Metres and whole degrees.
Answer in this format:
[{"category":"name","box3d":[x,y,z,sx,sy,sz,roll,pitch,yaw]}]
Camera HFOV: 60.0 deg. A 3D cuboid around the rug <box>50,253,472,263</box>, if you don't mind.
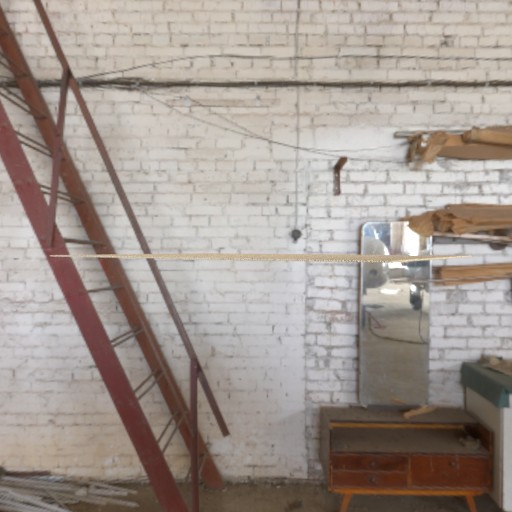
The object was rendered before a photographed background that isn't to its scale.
[{"category":"rug","box3d":[0.000,0.000,2.195,1.752,0.006,1.142,1,1,36]}]
